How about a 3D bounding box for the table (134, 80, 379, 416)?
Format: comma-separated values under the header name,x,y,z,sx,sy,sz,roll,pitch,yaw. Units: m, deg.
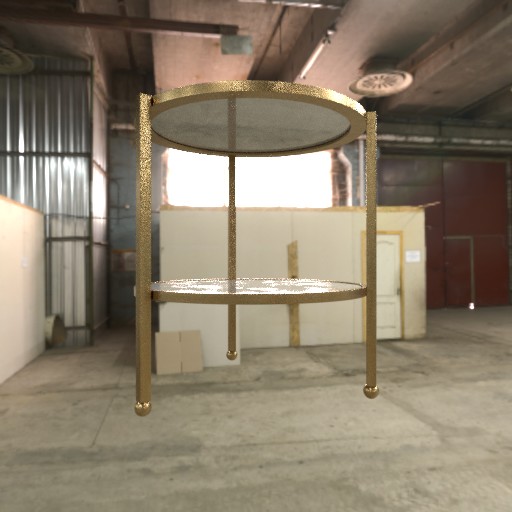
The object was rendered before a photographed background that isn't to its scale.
name,x,y,z,sx,sy,sz,roll,pitch,yaw
table,0.000,0.000,0.453,0.243,0.269,0.231,0,0,18
